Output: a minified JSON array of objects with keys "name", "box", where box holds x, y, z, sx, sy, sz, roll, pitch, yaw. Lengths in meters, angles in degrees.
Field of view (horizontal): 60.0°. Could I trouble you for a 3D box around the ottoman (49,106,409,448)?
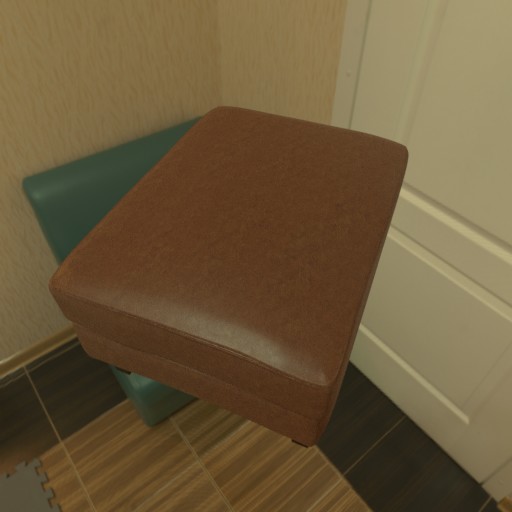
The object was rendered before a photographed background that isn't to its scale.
[{"name":"ottoman","box":[0.000,0.000,1.248,0.650,0.485,0.851,17,49,15]}]
